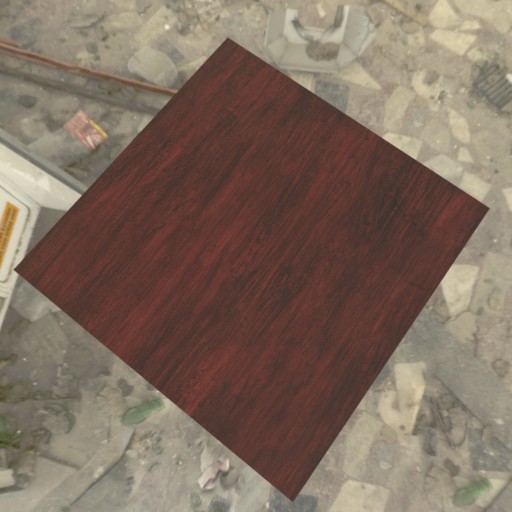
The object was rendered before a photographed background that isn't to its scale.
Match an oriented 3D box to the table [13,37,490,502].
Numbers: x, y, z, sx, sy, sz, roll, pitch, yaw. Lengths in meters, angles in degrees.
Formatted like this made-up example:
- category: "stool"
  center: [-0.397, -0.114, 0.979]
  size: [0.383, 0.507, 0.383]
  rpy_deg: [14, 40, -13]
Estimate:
- category: "table"
  center: [0.000, 0.000, 1.299]
  size: [0.865, 0.356, 0.865]
  rpy_deg: [36, 78, 9]
